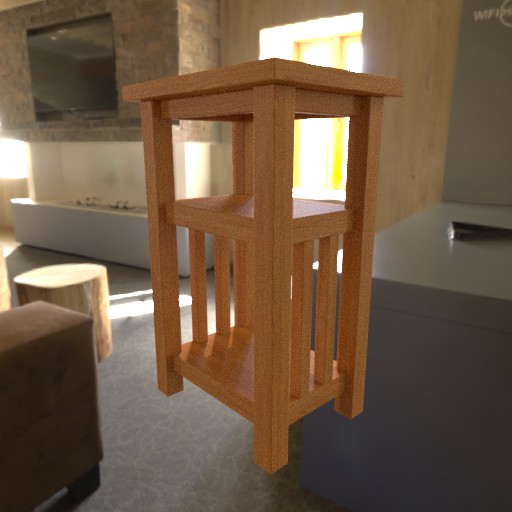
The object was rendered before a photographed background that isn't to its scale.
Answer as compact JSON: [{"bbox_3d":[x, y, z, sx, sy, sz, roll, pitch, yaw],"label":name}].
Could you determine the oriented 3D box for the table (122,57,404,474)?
[{"bbox_3d":[0.000,0.000,0.752,0.270,0.550,0.350,-13,19,-41],"label":"table"}]
